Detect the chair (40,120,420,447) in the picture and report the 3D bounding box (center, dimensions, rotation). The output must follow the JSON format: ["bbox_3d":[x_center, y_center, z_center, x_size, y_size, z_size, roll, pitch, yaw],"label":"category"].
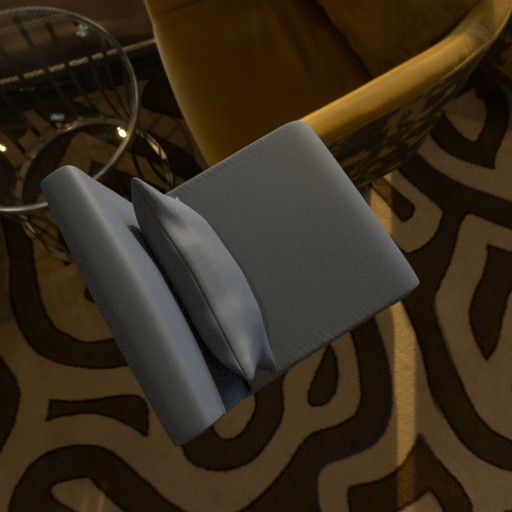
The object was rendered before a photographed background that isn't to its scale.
[{"bbox_3d":[0.000,0.000,1.502,0.900,0.808,0.770,-30,77,-8],"label":"chair"}]
